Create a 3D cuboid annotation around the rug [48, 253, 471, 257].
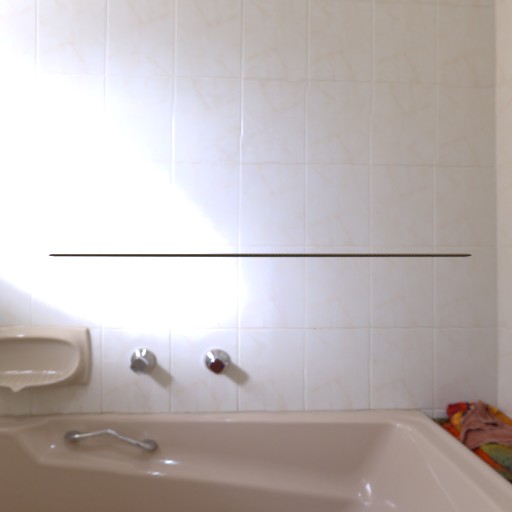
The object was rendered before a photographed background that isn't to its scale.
[{"bbox_3d":[0.000,0.000,4.015,2.413,0.020,3.041,0,0,-1],"label":"rug"}]
